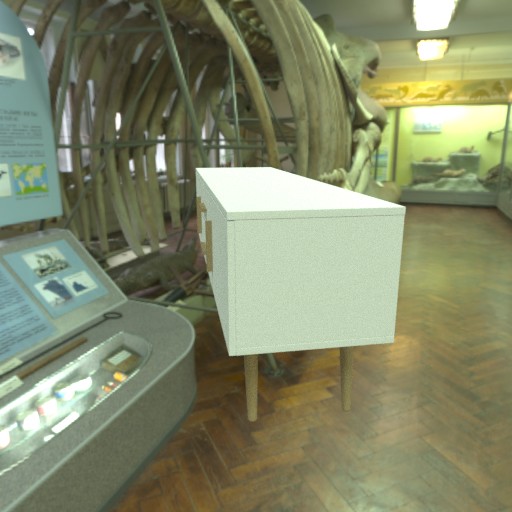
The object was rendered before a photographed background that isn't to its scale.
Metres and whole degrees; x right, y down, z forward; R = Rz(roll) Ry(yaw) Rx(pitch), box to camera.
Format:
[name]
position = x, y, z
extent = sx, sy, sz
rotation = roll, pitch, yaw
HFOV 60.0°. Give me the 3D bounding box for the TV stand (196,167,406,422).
[TV stand]
position = 0.000, 0.000, 1.644
extent = 0.401, 0.560, 1.398
rotation = -3, 15, -10
